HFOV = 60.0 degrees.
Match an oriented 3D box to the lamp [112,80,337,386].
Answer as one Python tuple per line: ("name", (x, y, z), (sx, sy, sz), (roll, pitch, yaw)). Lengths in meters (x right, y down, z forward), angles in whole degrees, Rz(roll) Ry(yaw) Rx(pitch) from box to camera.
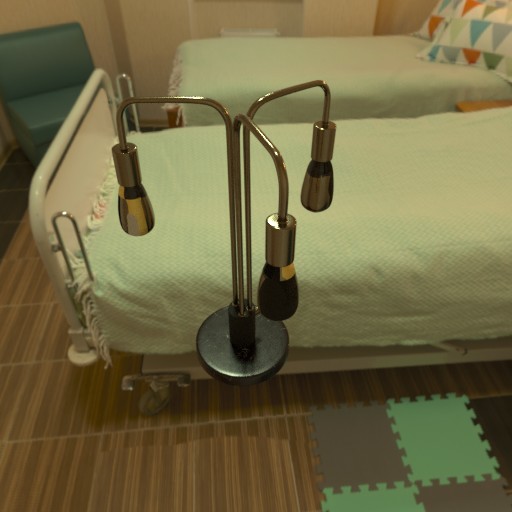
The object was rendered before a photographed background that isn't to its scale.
("lamp", (0.000, 0.000, 0.798), (0.368, 0.560, 0.355), (-24, 47, -25))
